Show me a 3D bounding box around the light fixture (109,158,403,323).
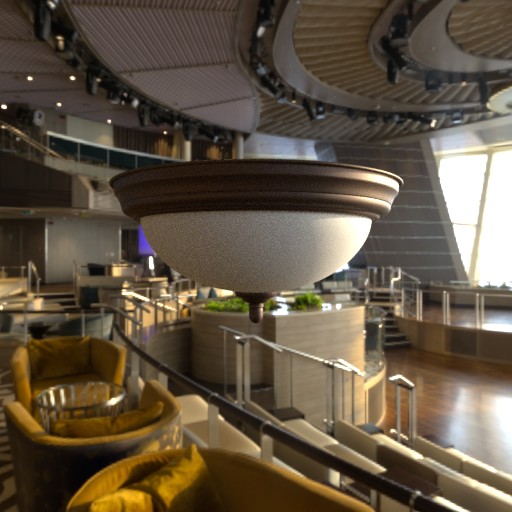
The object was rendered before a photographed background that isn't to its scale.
[{"bbox_3d":[0.000,0.000,0.444,0.280,0.135,0.280,0,0,0],"label":"light fixture"}]
